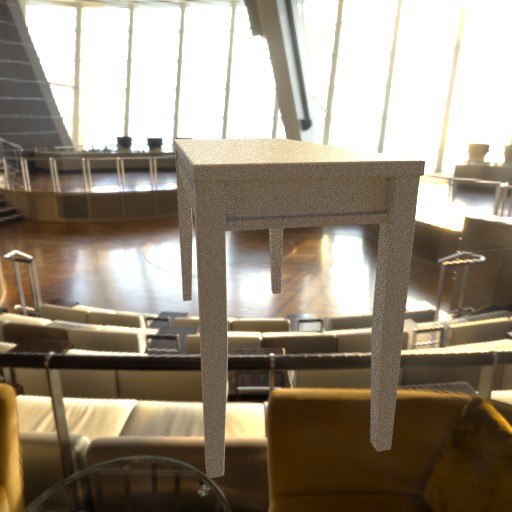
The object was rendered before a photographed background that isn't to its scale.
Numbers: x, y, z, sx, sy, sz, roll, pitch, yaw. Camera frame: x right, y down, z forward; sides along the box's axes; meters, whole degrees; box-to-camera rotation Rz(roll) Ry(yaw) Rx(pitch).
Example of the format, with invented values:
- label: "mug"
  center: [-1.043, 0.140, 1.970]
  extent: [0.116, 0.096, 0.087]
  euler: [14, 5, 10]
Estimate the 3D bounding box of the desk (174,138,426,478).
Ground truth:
- label: "desk"
  center: [0.000, 0.000, 1.605]
  extent: [0.508, 0.775, 1.220]
  euler: [-4, 17, -11]
